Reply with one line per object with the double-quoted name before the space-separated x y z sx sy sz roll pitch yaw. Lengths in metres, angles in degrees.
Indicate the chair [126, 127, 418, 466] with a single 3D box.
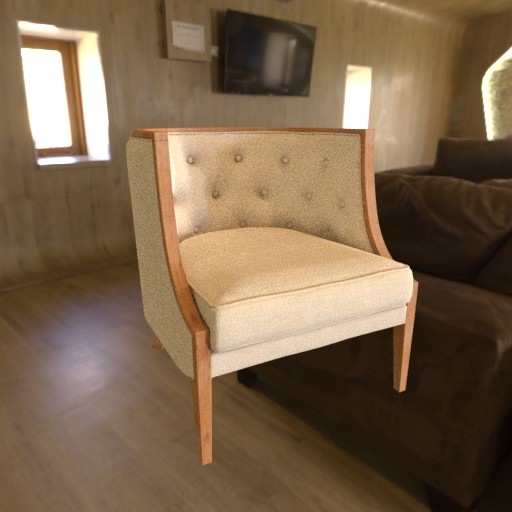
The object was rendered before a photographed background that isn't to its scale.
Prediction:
"chair" 0.000 0.000 1.412 0.711 0.775 0.757 -9 19 -27
